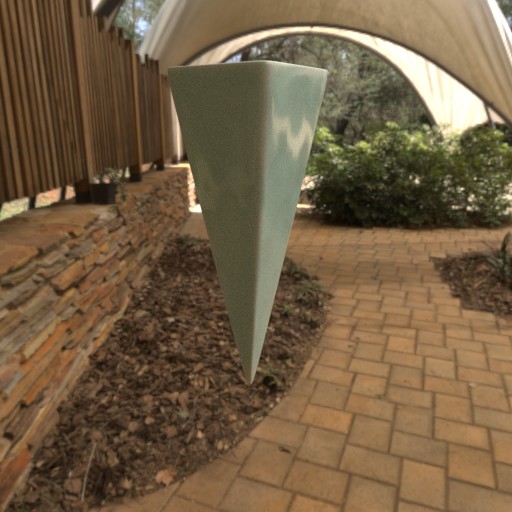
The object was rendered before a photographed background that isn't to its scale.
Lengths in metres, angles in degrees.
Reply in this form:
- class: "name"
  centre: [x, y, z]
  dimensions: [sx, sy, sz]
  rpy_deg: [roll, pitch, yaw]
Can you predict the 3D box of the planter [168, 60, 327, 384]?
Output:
- class: "planter"
  centre: [0.000, 0.000, 0.217]
  dimensions: [0.080, 0.178, 0.064]
  rpy_deg: [-2, 16, -7]
